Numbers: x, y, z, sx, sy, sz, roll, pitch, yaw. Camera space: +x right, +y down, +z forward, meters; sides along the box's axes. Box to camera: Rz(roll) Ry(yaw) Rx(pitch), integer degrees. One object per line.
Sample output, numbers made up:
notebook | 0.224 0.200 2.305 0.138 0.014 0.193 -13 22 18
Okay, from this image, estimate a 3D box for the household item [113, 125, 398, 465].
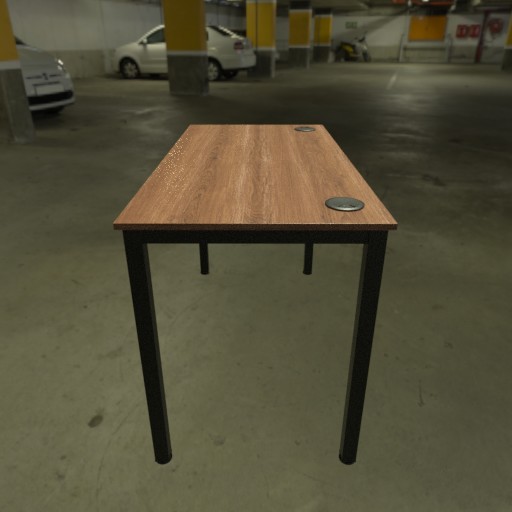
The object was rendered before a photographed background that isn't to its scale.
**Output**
household item | 0.000 0.000 1.634 0.600 0.750 1.200 0 26 0
